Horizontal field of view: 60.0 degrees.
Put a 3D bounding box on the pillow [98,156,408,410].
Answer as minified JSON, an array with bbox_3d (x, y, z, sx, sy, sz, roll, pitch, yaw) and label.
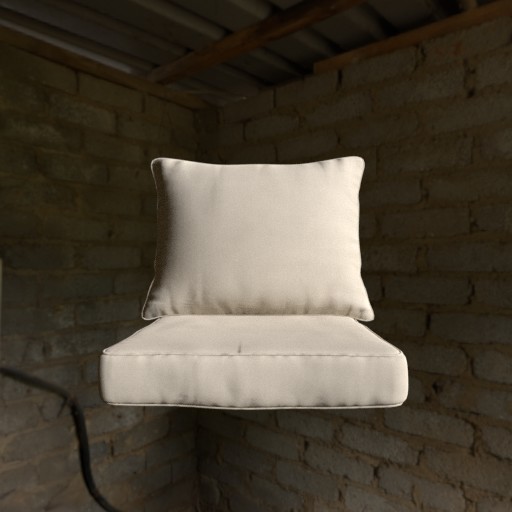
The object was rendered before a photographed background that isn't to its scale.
[{"bbox_3d":[0.000,0.000,1.314,0.798,0.716,0.733,0,0,1],"label":"pillow"}]
